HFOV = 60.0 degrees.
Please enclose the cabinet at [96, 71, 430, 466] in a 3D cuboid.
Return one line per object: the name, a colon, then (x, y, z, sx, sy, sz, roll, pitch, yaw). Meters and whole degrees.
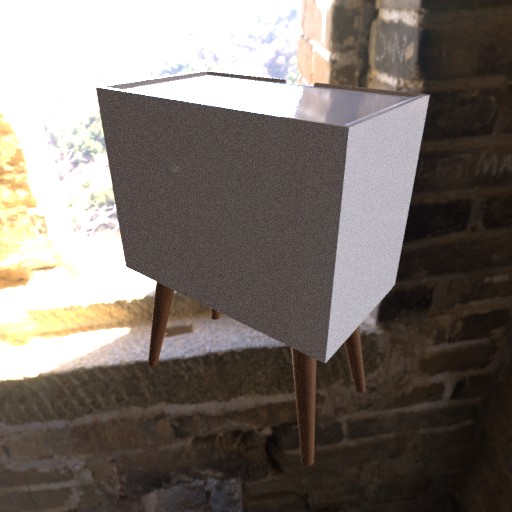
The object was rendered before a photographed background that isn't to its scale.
cabinet: (0.000, 0.000, 1.088, 0.591, 0.772, 0.344, 21, 35, 32)
